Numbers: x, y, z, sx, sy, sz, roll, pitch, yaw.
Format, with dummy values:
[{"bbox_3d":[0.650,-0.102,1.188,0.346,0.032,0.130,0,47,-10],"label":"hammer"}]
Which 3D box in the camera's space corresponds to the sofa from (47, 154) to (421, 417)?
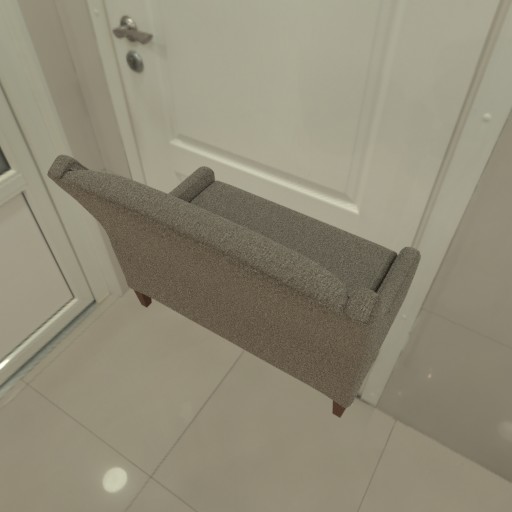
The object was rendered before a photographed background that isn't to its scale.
[{"bbox_3d":[0.000,0.000,1.932,1.242,1.026,0.862,25,52,21],"label":"sofa"}]
